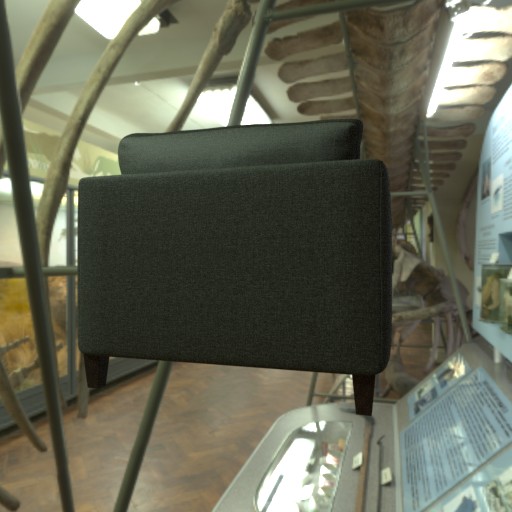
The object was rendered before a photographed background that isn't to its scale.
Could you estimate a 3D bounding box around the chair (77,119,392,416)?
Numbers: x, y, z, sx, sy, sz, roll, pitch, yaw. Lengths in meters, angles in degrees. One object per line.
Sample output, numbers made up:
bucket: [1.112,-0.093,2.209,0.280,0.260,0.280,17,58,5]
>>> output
chair: [0.000,0.000,1.886,1.107,0.963,0.959,0,-1,17]
